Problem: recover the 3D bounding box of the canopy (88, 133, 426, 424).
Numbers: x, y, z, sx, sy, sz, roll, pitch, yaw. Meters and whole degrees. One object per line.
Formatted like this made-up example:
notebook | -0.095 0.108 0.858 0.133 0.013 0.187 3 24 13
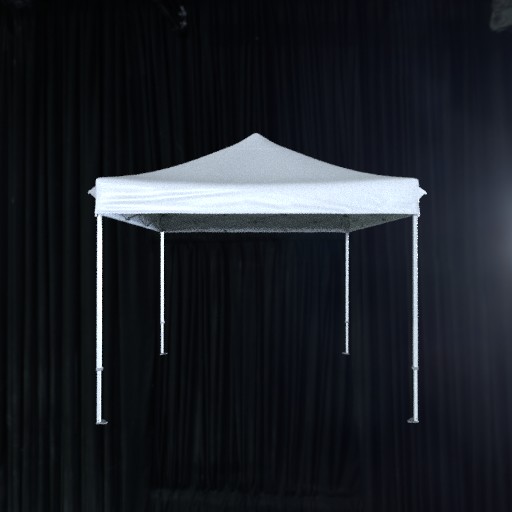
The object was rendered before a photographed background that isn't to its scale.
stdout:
canopy | 0.000 0.000 5.414 2.994 2.998 2.996 0 0 -1
